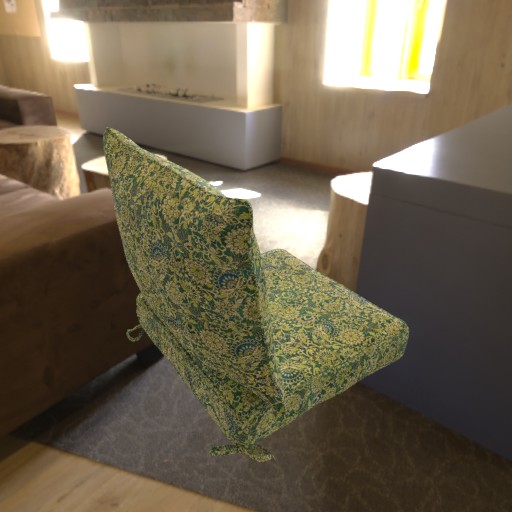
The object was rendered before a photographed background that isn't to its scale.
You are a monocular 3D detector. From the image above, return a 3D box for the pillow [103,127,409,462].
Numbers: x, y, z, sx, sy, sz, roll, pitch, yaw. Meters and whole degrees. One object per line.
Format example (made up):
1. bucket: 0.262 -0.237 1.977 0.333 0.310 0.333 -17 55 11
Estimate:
1. pillow: 0.000 0.000 1.355 0.740 0.722 0.798 -18 33 -30
